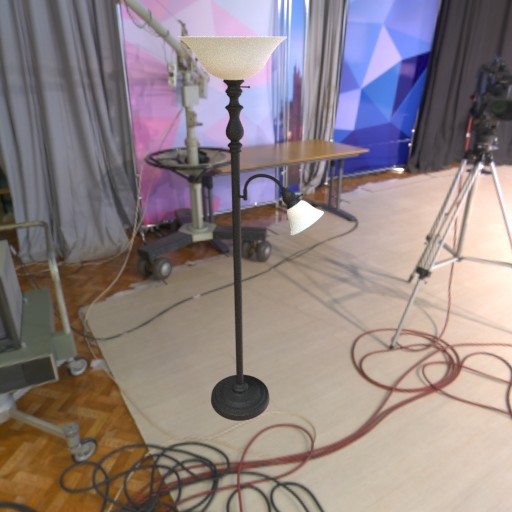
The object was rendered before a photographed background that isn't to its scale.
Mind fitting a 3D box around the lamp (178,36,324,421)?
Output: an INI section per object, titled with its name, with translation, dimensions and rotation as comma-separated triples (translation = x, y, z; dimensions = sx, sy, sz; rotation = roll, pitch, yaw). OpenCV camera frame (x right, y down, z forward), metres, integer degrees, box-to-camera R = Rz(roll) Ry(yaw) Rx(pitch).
[lamp]
translation = 0.000, 0.000, 2.022
dimensions = 0.588, 1.793, 0.405
rotation = 9, 27, 17
